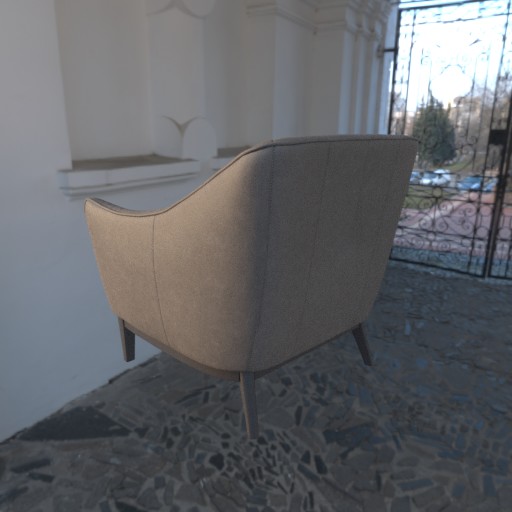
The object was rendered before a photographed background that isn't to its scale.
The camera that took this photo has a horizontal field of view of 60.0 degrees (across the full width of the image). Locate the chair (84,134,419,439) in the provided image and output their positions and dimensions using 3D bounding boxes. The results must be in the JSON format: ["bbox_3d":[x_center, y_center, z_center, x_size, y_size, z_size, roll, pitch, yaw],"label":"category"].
[{"bbox_3d":[0.000,0.000,1.554,0.871,0.830,0.852,-15,21,-41],"label":"chair"}]
